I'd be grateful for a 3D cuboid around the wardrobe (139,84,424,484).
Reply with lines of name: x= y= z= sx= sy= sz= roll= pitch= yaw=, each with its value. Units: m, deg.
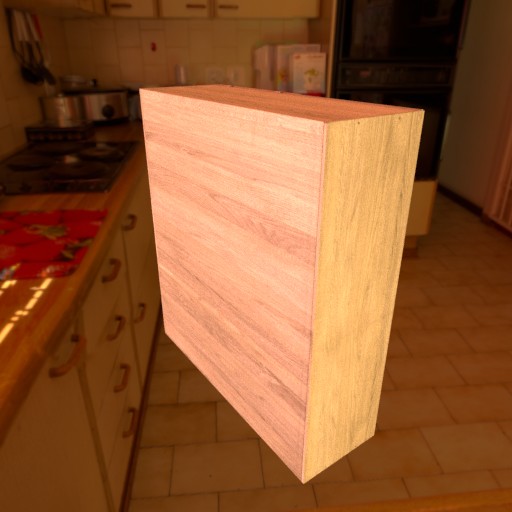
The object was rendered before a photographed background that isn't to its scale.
wardrobe: x=0.000 y=0.000 z=2.874 sx=0.629 sy=1.960 sz=1.780 roll=-17 pitch=30 yaw=-32
